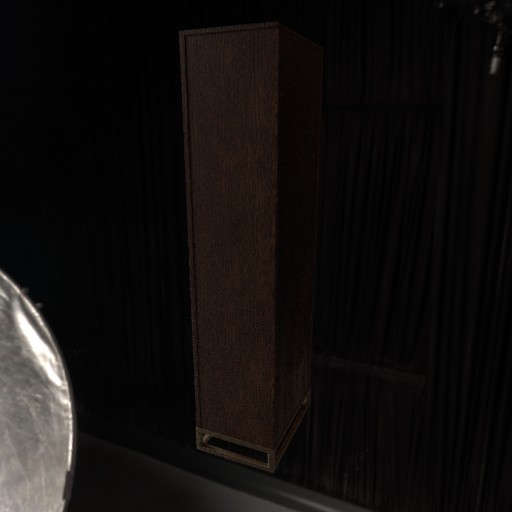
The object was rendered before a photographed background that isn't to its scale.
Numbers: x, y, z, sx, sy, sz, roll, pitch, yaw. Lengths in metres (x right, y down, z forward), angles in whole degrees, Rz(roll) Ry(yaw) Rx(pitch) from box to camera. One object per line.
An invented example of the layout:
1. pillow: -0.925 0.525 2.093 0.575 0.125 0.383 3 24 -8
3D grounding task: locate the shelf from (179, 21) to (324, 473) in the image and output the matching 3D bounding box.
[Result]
1. shelf: 0.000 0.000 1.951 0.395 1.732 0.539 7 18 23
